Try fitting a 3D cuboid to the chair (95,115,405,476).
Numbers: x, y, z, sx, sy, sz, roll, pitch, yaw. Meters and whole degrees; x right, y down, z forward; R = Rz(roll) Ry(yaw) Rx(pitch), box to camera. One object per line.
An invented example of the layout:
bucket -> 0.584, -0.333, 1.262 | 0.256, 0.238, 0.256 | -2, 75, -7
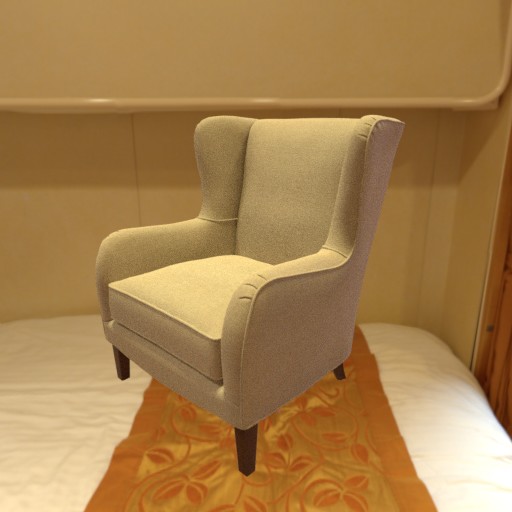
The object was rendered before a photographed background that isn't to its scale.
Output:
chair -> 0.000, 0.000, 1.718 | 0.838, 1.040, 0.966 | 16, 23, 42
